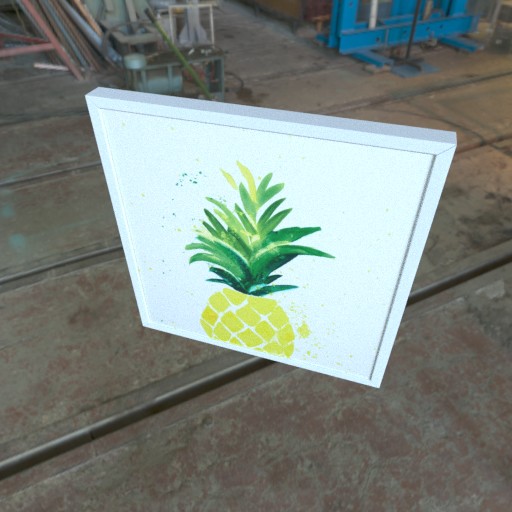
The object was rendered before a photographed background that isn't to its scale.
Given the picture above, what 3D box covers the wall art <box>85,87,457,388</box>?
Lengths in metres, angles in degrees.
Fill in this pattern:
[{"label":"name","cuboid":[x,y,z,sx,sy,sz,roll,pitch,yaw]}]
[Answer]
[{"label":"wall art","cuboid":[0.000,0.000,0.759,0.508,0.507,0.035,12,42,13]}]
